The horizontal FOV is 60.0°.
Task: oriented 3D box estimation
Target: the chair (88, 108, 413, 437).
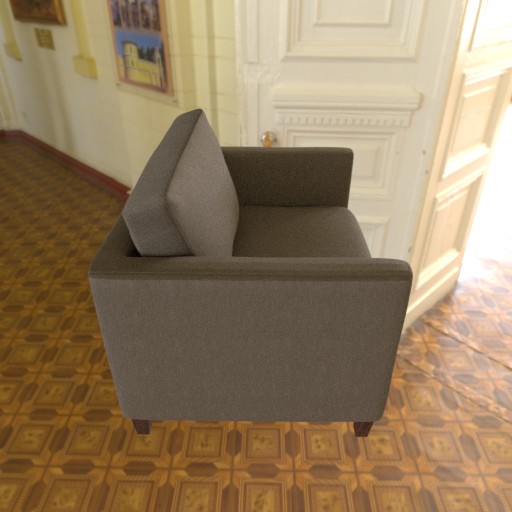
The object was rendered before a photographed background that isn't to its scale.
[{"bbox_3d":[0.000,0.000,1.815,0.959,0.963,1.107,0,32,1],"label":"chair"}]
